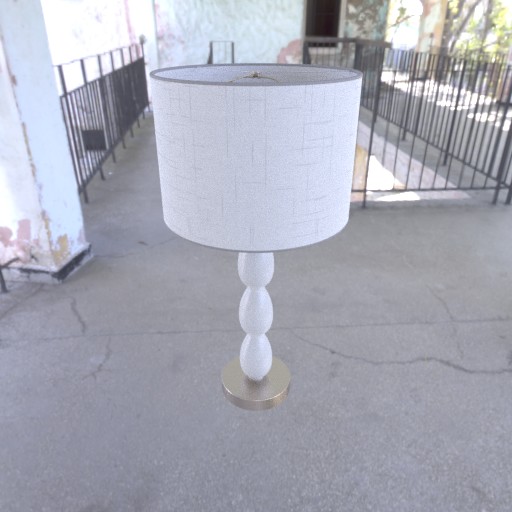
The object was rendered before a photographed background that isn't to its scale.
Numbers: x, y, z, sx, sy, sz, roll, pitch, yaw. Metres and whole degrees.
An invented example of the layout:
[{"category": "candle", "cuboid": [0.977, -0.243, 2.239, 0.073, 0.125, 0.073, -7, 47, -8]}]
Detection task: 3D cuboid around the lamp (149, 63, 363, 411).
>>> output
[{"category": "lamp", "cuboid": [0.000, 0.000, 0.723, 0.282, 0.559, 0.280, 8, 29, 15]}]
